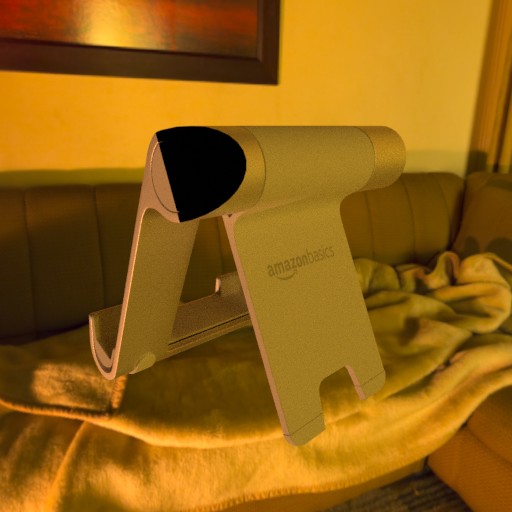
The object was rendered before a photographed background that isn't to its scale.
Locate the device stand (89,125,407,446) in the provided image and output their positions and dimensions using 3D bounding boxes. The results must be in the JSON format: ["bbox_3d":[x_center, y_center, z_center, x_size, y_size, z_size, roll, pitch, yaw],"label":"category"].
[{"bbox_3d":[0.000,0.000,0.148,0.086,0.084,0.079,-15,22,-42],"label":"device stand"}]
